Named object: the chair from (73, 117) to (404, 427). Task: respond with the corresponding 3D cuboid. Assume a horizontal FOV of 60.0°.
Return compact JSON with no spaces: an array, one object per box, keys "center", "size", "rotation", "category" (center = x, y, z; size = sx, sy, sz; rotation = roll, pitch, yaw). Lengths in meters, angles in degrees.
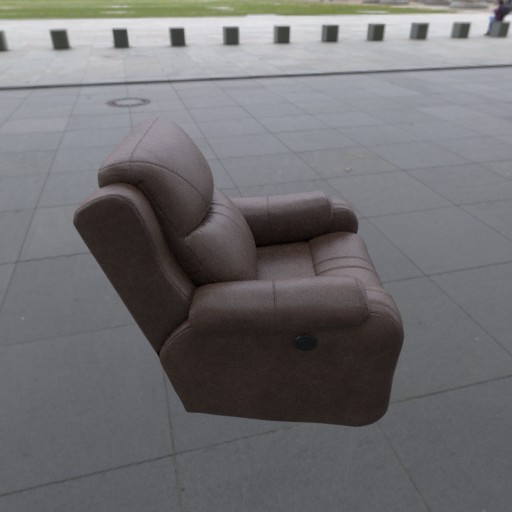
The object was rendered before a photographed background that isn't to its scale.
[{"center":[0.000,0.000,1.771],"size":[1.067,0.990,0.940],"rotation":[0,31,0],"category":"chair"}]
